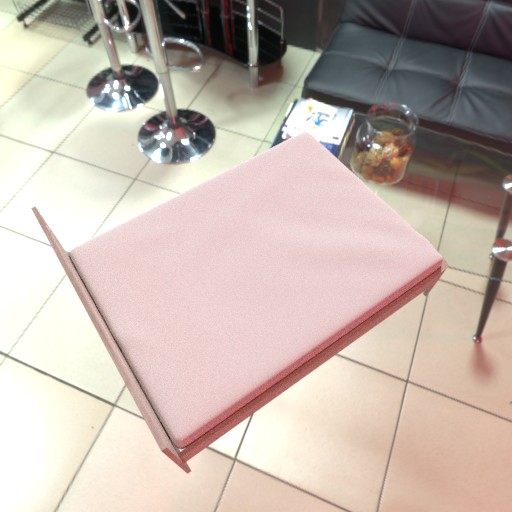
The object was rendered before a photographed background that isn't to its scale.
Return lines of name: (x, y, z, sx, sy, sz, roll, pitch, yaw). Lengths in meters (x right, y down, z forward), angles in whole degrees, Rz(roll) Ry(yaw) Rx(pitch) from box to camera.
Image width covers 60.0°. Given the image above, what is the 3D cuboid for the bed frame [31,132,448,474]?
bed frame: (0.000, 0.000, 2.725, 1.950, 0.800, 1.490, -30, 63, -18)
